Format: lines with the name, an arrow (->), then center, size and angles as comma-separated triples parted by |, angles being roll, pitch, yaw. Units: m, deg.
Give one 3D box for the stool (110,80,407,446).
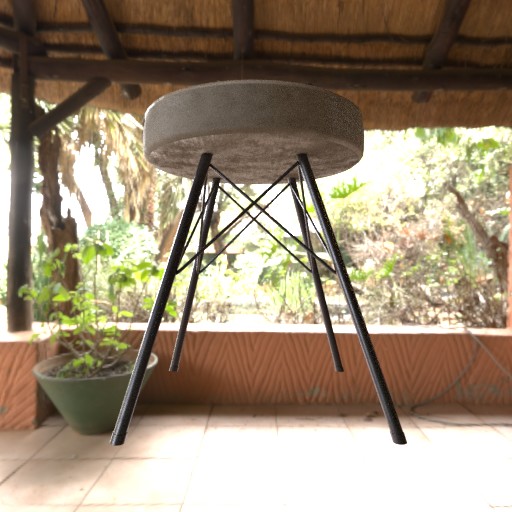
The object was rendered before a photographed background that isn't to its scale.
stool -> 0.000, 0.000, 0.849 | 0.423, 0.538, 0.457 | 0, -2, 0
